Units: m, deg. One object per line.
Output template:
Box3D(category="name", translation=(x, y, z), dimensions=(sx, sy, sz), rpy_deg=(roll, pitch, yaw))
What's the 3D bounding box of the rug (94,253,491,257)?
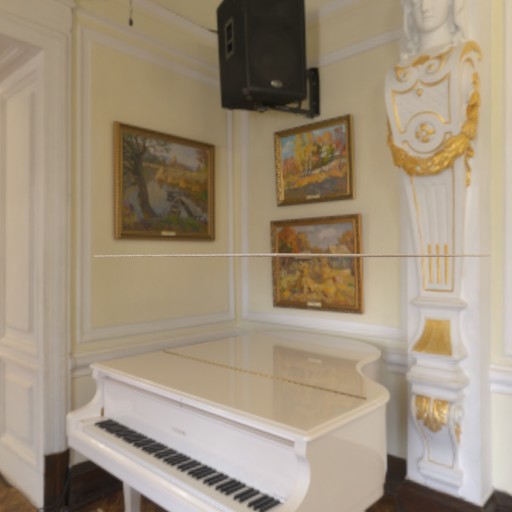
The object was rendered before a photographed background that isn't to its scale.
Box3D(category="rug", translation=(0.000, 0.000, 3.060), dimensions=(1.527, 0.016, 2.442), rpy_deg=(0, 0, -35))
